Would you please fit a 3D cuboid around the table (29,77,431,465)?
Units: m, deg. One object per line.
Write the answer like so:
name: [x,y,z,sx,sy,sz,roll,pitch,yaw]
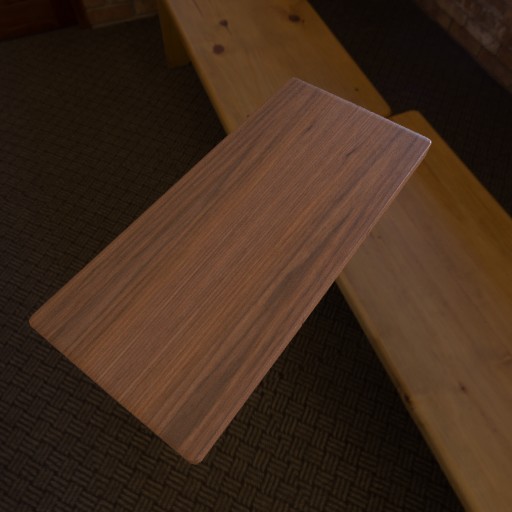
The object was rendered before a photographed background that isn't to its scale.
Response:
table: [0.000,0.000,1.663,0.637,0.468,1.375,32,64,18]
